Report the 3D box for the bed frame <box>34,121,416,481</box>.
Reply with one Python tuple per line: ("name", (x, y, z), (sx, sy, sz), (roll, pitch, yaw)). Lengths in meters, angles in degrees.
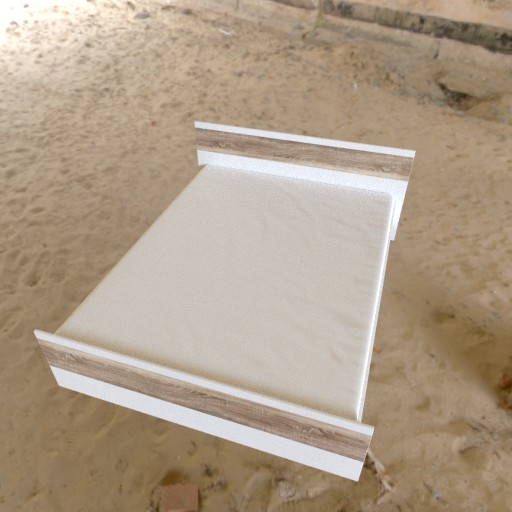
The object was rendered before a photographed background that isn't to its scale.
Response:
("bed frame", (0.000, 0.000, 2.868), (1.720, 0.800, 2.060), (12, 40, 14))
